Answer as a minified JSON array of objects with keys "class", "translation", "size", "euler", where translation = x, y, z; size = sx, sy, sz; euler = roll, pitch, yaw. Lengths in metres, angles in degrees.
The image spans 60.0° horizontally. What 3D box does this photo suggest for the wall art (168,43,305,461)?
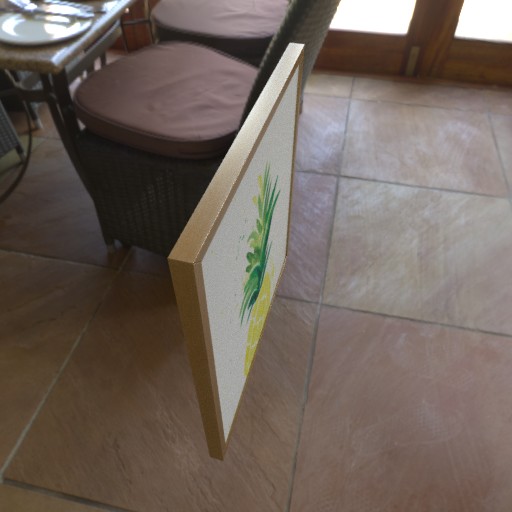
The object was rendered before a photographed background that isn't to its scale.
[{"class":"wall art","translation":[0.000,0.000,1.126],"size":[0.037,0.760,0.762],"euler":[11,48,11]}]
